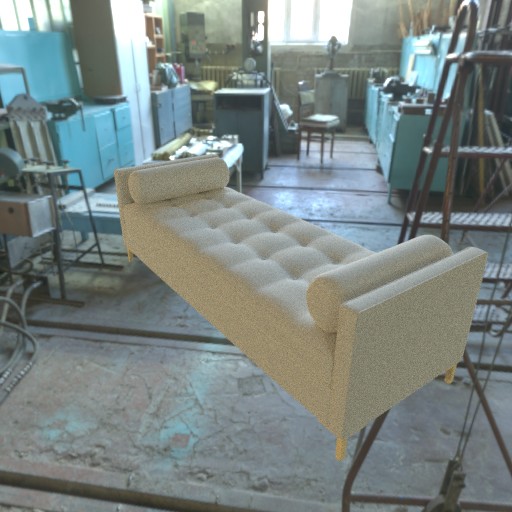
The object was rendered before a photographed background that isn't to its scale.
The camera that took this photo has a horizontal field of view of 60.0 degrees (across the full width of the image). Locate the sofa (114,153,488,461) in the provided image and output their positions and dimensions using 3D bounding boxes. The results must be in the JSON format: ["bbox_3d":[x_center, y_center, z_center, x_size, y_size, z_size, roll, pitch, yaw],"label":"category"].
[{"bbox_3d":[0.000,0.000,2.304,0.746,0.641,1.985,-18,31,-32],"label":"sofa"}]
